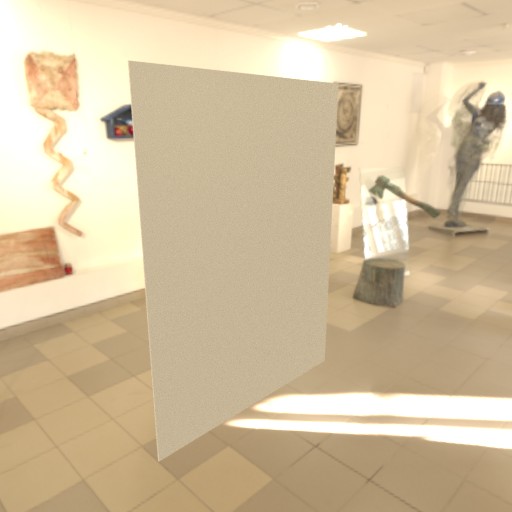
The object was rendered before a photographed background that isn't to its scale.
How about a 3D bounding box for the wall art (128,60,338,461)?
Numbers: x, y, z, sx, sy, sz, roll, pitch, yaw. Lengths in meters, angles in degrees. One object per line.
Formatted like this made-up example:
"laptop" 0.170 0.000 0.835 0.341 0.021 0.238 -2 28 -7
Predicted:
"wall art" 0.000 0.000 0.800 0.003 0.609 0.457 16 23 42
